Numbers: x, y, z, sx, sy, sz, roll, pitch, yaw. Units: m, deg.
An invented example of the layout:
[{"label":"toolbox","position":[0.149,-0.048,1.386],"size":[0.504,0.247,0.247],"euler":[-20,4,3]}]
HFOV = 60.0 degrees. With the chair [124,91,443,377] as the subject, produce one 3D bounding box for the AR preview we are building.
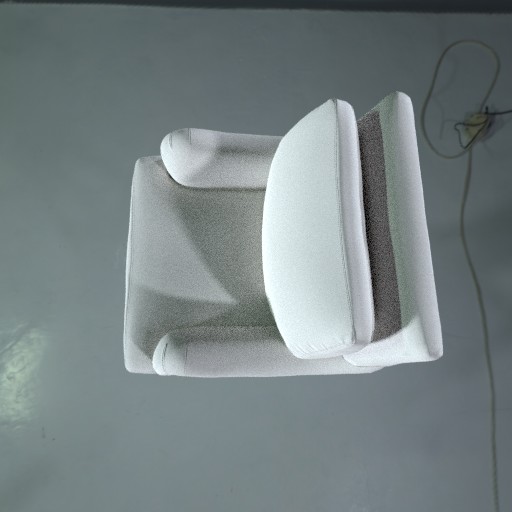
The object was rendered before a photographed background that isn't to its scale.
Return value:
[{"label":"chair","position":[0.000,0.000,1.818],"size":[1.070,1.038,0.955],"euler":[-1,75,0]}]
